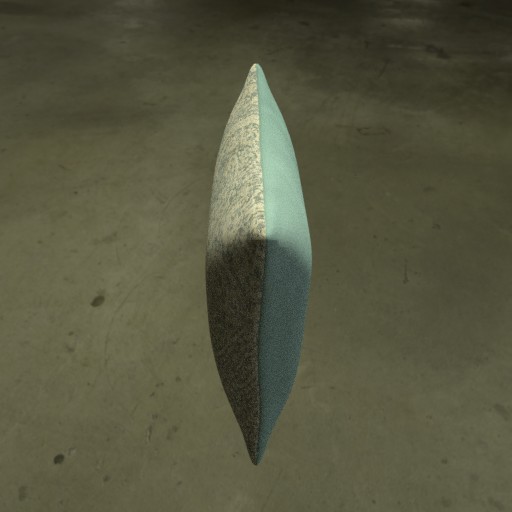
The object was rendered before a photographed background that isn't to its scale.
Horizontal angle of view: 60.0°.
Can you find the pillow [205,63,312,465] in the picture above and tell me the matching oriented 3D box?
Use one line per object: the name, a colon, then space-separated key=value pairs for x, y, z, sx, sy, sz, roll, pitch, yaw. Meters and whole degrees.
pillow: x=0.000 y=0.000 z=0.796 sx=0.166 sy=0.507 sz=0.526 roll=-1 pitch=41 yaw=-1
